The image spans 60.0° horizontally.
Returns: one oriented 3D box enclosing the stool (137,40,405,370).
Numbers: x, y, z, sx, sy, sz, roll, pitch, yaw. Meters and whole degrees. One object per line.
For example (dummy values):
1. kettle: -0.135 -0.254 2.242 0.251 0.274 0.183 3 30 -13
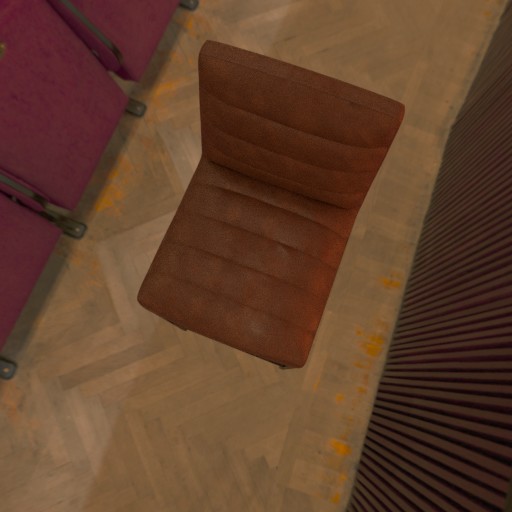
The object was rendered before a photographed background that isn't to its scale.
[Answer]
1. stool: 0.000 0.000 1.340 0.463 1.065 0.562 20 76 5
